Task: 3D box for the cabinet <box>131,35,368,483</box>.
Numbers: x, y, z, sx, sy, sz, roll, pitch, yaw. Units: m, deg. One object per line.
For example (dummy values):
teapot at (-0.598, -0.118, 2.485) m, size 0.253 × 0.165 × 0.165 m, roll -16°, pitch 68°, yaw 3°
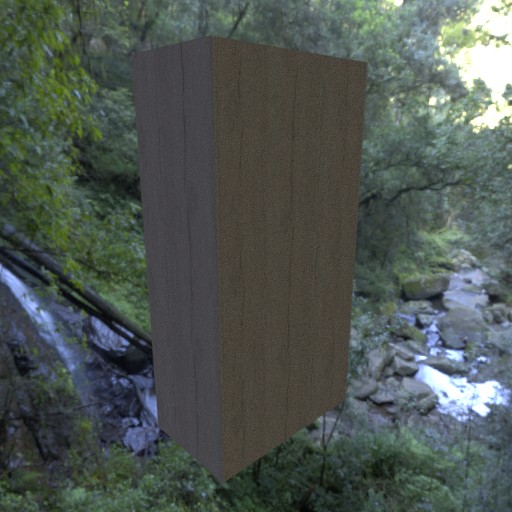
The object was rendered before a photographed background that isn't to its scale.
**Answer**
cabinet at (0.000, 0.000, 2.348) m, size 0.980 × 1.930 × 0.580 m, roll -15°, pitch 22°, yaw -41°
